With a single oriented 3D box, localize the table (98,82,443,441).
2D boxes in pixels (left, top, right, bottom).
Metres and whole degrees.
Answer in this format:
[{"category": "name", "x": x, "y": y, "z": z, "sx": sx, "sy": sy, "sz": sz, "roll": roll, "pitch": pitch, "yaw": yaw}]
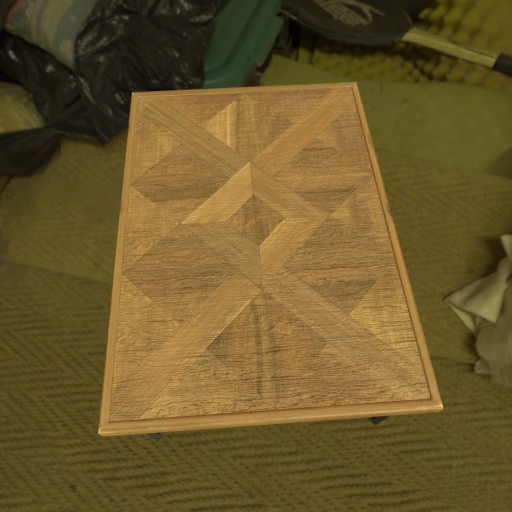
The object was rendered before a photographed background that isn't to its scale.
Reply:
[{"category": "table", "x": 0.000, "y": 0.000, "z": 1.633, "sx": 0.877, "sy": 0.492, "sz": 1.238, "roll": -3, "pitch": 61, "yaw": -2}]
